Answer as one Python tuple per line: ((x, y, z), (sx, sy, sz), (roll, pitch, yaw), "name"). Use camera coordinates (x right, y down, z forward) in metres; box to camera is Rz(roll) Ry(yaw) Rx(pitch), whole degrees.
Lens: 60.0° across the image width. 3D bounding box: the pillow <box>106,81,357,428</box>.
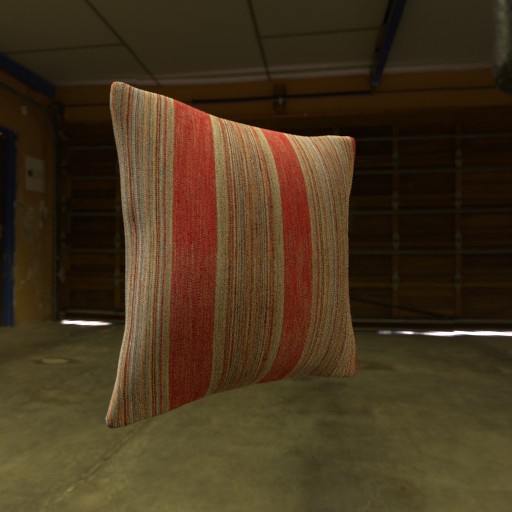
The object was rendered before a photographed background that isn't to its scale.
((0.000, 0.000, 0.654), (0.437, 0.419, 0.136), (0, -1, -36), "pillow")
